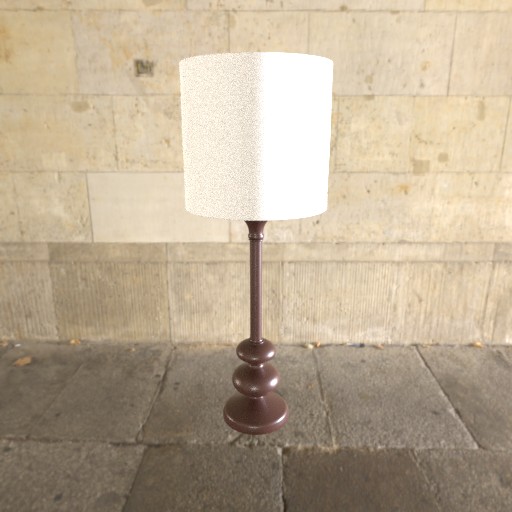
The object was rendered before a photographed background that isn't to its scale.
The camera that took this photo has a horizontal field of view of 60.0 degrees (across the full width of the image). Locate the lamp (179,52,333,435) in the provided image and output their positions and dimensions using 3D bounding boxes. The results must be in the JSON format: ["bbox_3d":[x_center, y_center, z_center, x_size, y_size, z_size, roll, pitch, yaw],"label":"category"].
[{"bbox_3d":[0.000,0.000,0.833,0.254,0.690,0.254,-15,22,-41],"label":"lamp"}]
